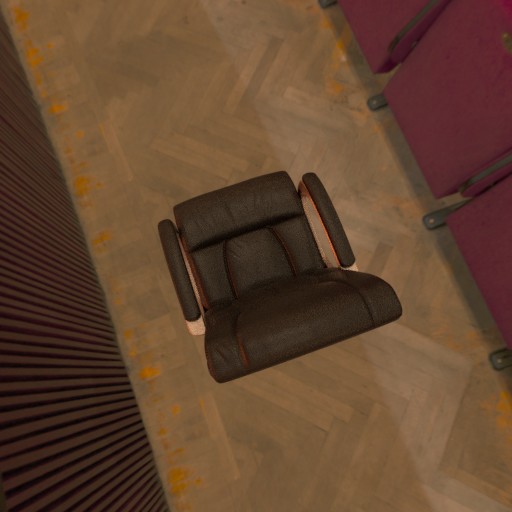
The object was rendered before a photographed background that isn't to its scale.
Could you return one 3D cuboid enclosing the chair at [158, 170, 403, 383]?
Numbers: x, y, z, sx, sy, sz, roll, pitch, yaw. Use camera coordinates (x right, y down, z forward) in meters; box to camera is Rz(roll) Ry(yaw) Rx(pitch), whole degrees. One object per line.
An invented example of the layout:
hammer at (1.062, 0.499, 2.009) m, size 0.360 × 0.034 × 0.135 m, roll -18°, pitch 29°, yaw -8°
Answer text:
chair at (0.000, 0.000, 1.624) m, size 0.700 × 1.145 × 0.780 m, roll -19°, pitch 76°, yaw -5°
